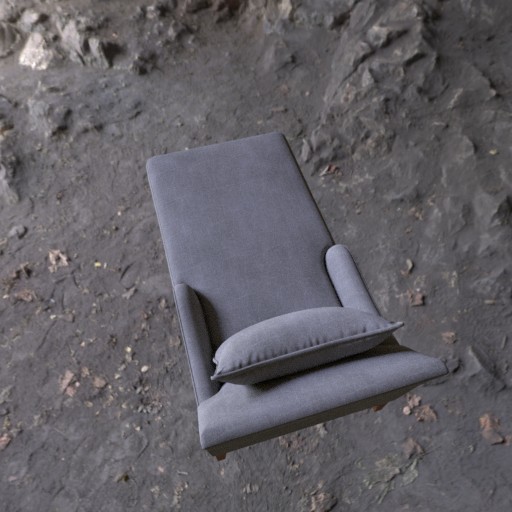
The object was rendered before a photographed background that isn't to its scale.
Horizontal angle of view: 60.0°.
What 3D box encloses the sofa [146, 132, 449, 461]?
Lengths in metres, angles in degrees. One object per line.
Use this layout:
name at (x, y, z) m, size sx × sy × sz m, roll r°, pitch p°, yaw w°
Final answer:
sofa at (0.000, 0.000, 2.246) m, size 0.894 × 0.859 × 1.779 m, roll -14°, pitch 58°, yaw -9°
